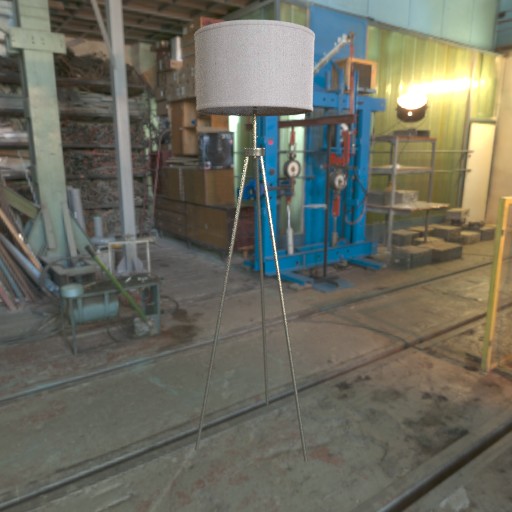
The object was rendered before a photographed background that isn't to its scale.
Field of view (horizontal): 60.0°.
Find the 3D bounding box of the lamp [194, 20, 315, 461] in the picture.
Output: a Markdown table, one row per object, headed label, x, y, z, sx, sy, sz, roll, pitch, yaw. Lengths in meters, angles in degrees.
| label | x | y | z | sx | sy | sz | roll | pitch | yaw |
| --- | --- | --- | --- | --- | --- | --- | --- | --- | --- |
| lamp | 0.000 | 0.000 | 1.710 | 0.449 | 1.545 | 0.460 | 2 | 13 | 9 |
